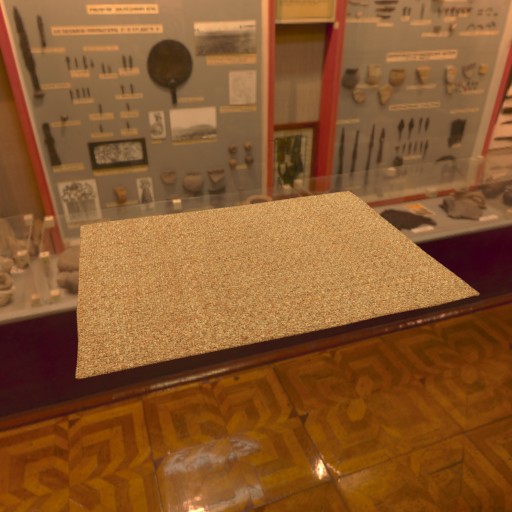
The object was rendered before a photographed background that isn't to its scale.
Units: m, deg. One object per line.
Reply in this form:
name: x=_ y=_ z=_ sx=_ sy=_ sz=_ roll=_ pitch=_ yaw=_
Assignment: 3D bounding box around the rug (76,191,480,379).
rug: x=0.000 y=0.000 z=2.816 sx=2.141 sy=0.013 sz=1.566 roll=-9 pitch=32 yaw=-15
